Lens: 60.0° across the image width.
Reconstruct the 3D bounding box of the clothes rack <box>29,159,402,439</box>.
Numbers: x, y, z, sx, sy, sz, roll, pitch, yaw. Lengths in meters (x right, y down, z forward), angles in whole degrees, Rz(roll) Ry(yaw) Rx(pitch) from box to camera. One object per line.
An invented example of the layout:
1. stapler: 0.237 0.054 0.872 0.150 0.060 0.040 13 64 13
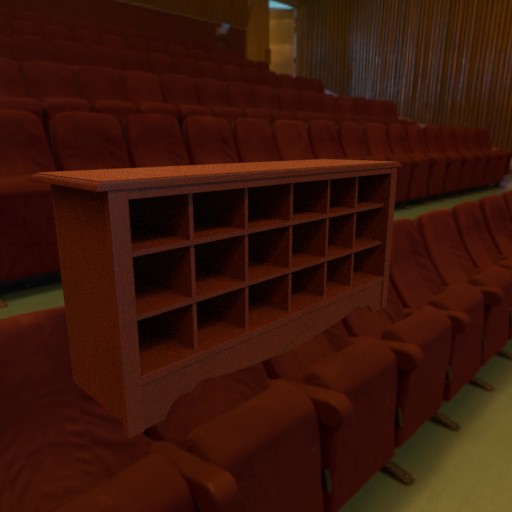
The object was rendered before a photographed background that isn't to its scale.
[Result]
1. clothes rack: 0.000 0.000 1.490 0.362 0.594 1.251 14 20 43
